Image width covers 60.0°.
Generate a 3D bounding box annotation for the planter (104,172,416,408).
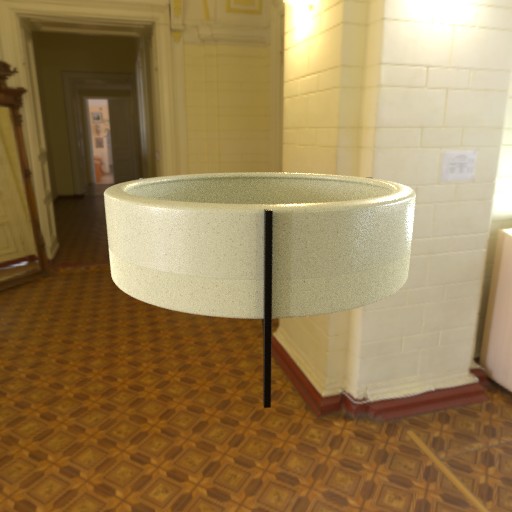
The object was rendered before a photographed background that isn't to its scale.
[{"bbox_3d":[0.000,0.000,0.527,0.345,0.171,0.336,8,17,27],"label":"planter"}]
